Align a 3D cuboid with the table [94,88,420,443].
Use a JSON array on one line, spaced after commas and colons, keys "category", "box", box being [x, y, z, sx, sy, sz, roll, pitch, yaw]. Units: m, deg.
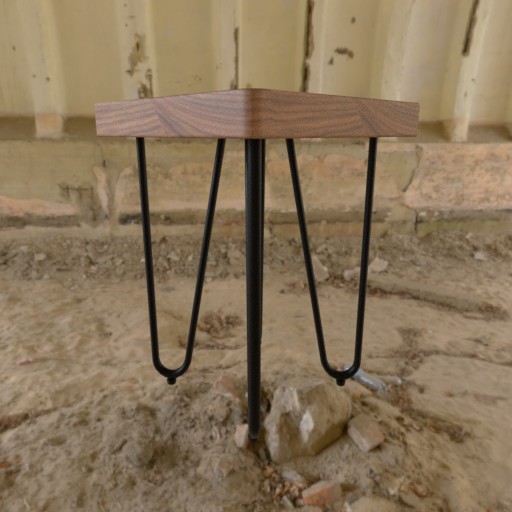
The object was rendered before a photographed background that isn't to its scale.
[{"category": "table", "box": [0.000, 0.000, 0.984, 0.479, 0.641, 0.480, -15, 21, -42]}]
